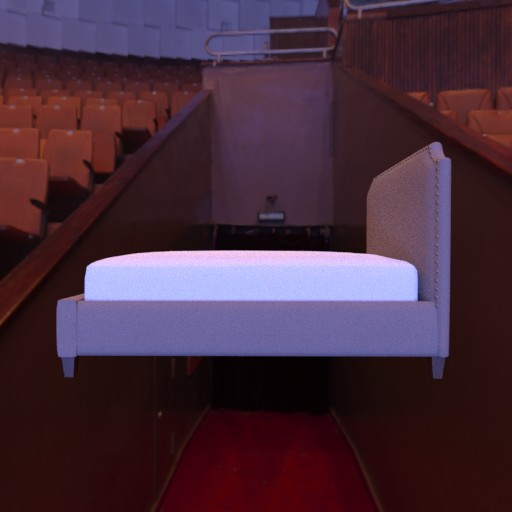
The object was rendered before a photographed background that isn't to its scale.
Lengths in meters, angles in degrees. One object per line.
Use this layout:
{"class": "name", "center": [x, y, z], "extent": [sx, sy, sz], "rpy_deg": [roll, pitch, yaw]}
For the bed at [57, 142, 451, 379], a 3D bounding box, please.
{"class": "bed", "center": [0.000, 0.000, 3.470], "extent": [2.372, 1.443, 1.713], "rpy_deg": [0, 1, 1]}
